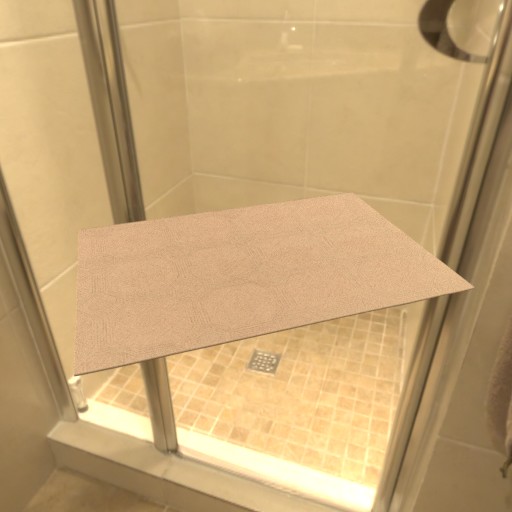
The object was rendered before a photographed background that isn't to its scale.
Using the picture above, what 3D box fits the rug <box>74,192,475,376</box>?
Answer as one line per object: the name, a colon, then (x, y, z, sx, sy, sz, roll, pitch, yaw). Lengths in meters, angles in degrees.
rug: (0.000, 0.000, 2.403, 1.839, 0.009, 1.236, -10, 33, -15)
